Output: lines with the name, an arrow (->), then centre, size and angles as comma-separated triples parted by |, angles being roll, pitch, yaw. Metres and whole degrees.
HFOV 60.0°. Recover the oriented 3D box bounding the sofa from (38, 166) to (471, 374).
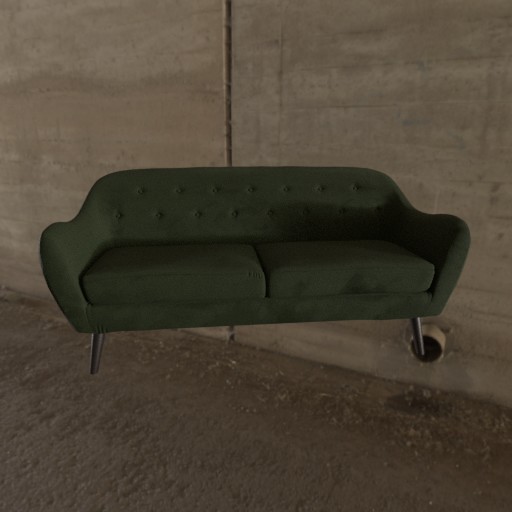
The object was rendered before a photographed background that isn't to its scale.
sofa -> 0.000, 0.000, 2.244 | 1.840, 0.836, 0.820 | -2, 16, -6
